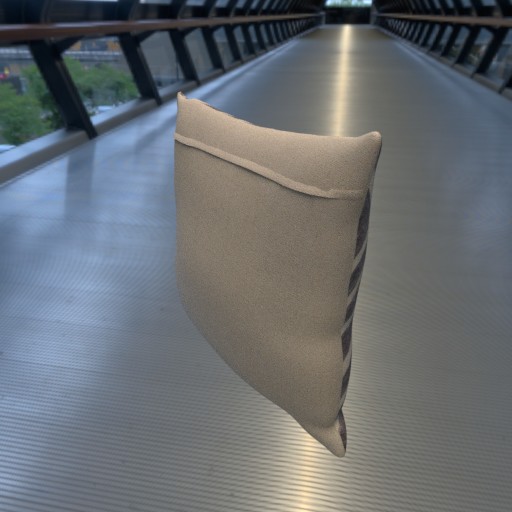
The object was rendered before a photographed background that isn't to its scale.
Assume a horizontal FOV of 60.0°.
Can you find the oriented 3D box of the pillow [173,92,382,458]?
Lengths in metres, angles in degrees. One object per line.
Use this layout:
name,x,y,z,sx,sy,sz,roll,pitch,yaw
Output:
pillow,0.000,0.000,0.673,0.182,0.441,0.440,-18,33,-31
